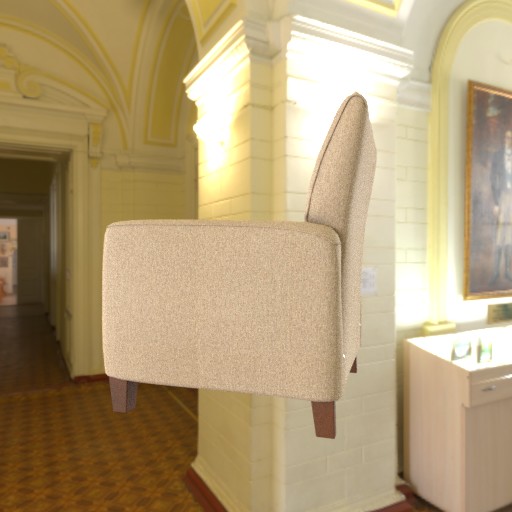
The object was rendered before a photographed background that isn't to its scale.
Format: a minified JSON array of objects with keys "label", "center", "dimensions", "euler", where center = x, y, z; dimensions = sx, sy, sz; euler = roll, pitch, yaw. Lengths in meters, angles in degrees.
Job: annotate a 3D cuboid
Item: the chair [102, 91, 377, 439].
[{"label":"chair","center":[0.000,0.000,1.685],"dimensions":[0.864,1.014,0.848],"euler":[0,0,18]}]
